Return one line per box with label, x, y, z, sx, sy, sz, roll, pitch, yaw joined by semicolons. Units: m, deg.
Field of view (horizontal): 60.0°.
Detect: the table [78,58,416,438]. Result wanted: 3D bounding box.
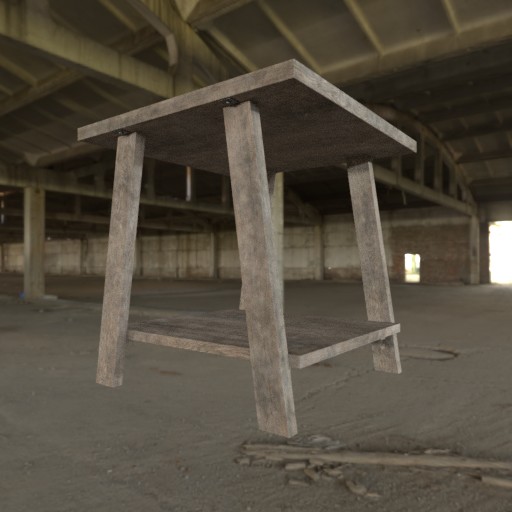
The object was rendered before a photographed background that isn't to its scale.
table;0.000;0.000;1.116;0.610;0.610;0.610;0;-1;37
